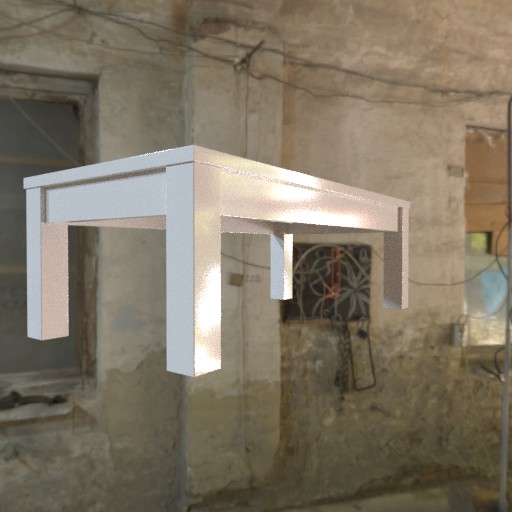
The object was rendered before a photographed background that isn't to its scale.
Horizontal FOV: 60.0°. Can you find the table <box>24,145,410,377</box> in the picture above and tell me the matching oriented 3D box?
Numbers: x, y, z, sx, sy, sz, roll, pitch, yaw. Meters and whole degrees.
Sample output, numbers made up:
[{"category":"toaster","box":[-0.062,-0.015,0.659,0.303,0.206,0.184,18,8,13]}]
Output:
[{"category":"table","box":[0.000,0.000,1.639,0.700,0.470,1.350,1,1,37]}]
